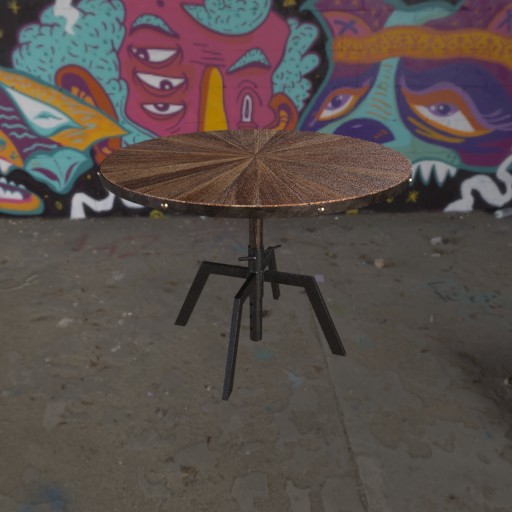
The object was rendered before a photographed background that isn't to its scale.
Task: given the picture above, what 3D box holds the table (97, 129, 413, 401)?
[{"bbox_3d":[0.000,0.000,1.453,0.885,0.658,0.885,0,26,0],"label":"table"}]
